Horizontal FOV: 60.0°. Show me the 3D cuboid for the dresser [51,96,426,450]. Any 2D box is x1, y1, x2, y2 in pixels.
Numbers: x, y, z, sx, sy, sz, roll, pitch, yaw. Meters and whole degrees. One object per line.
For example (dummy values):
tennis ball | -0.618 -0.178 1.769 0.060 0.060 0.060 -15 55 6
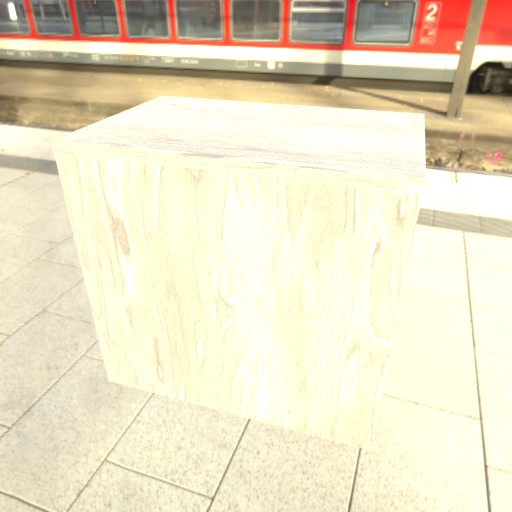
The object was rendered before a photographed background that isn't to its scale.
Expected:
dresser | 0.000 0.000 1.311 0.809 0.762 0.529 9 32 15
